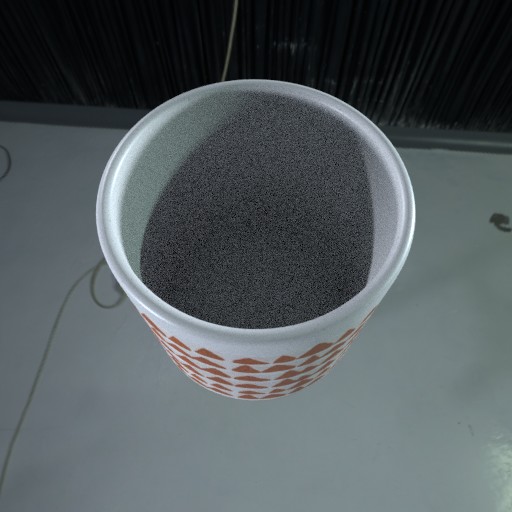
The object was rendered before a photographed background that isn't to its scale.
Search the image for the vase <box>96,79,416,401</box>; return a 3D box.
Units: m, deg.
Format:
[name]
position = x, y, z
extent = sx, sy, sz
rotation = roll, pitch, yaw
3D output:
[vase]
position = 0.000, 0.000, 0.246
extent = 0.137, 0.127, 0.137
rotation = 0, 63, 0
